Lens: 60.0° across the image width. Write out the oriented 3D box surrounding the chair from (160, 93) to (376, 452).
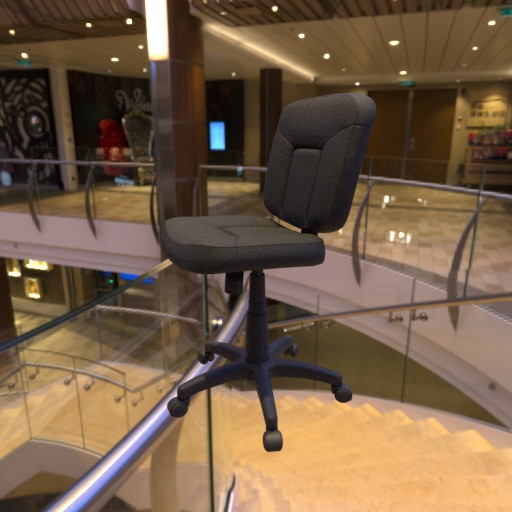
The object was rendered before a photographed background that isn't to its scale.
[{"bbox_3d":[0.000,0.000,1.388,0.610,0.972,0.610,-8,17,-25],"label":"chair"}]
